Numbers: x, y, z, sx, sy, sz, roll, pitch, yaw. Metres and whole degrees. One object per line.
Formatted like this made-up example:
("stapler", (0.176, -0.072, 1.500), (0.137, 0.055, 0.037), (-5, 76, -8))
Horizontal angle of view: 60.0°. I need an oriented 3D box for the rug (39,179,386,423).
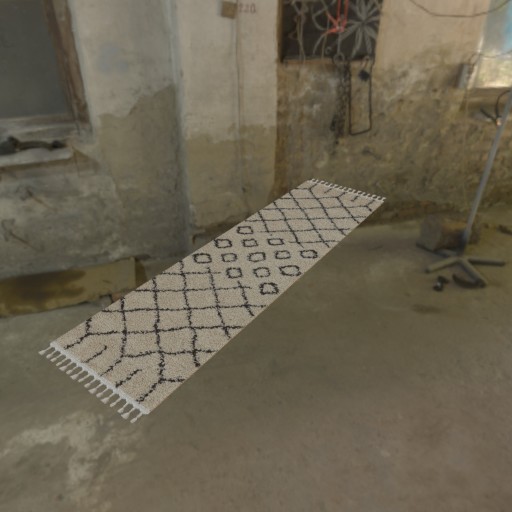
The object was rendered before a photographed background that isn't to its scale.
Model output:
("rug", (0.000, 0.000, 2.684), (0.660, 0.005, 2.464), (22, 39, 30))
